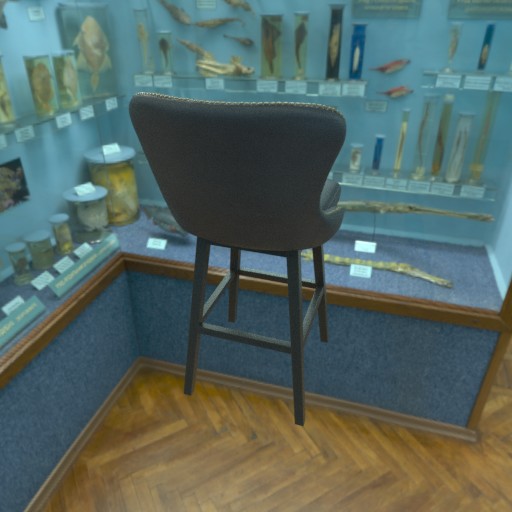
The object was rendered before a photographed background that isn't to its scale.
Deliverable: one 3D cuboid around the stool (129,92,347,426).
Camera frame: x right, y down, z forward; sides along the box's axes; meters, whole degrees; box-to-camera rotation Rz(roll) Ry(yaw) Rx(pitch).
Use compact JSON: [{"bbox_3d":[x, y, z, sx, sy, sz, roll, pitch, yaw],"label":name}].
[{"bbox_3d":[0.000,0.000,1.400,0.528,1.050,0.601,10,32,16],"label":"stool"}]
